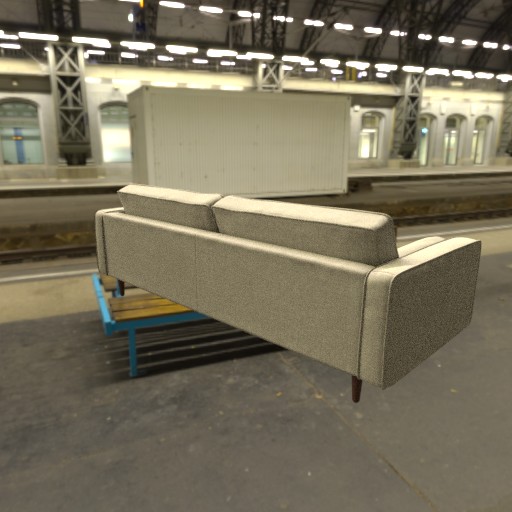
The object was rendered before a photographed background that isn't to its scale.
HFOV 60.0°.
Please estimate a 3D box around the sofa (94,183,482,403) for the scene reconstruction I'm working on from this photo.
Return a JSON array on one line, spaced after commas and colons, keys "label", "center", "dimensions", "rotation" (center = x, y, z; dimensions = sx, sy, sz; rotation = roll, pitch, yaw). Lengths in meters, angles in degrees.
[{"label": "sofa", "center": [0.000, 0.000, 2.601], "dimensions": [2.211, 0.762, 0.914], "rotation": [14, 20, 42]}]
